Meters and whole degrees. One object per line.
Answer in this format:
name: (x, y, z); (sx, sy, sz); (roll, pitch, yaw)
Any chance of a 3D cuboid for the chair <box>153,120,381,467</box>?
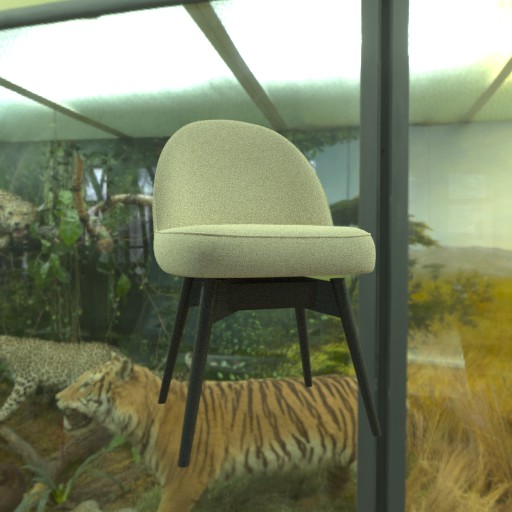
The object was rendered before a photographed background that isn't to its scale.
chair: (0.000, 0.000, 1.166); (0.532, 0.838, 0.540); (-1, 2, -19)
